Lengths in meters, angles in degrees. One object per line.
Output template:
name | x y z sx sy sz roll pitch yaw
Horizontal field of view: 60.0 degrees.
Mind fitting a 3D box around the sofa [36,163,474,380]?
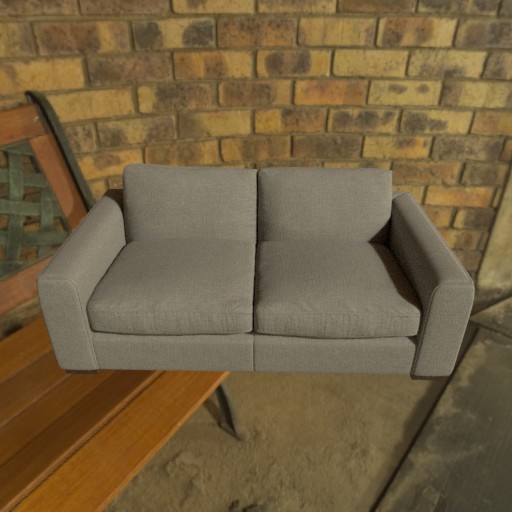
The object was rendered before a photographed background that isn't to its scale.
sofa | 0.000 0.000 2.396 1.920 0.800 1.069 1 31 1
